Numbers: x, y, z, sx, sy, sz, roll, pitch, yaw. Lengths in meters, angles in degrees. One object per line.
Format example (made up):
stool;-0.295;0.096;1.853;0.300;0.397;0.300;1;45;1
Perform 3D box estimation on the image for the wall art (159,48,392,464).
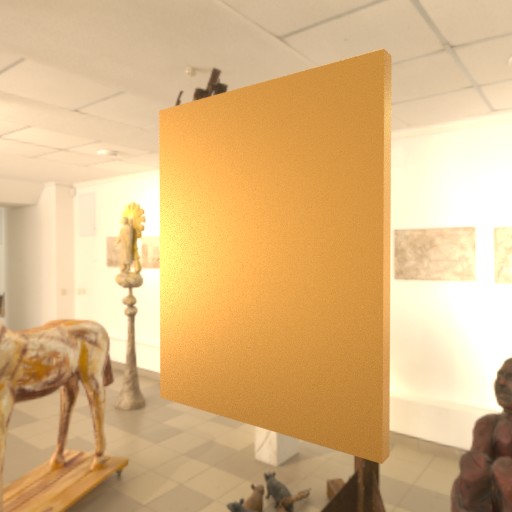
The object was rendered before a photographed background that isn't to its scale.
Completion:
wall art;0.000;0.000;1.009;0.610;0.762;0.038;1;1;37
